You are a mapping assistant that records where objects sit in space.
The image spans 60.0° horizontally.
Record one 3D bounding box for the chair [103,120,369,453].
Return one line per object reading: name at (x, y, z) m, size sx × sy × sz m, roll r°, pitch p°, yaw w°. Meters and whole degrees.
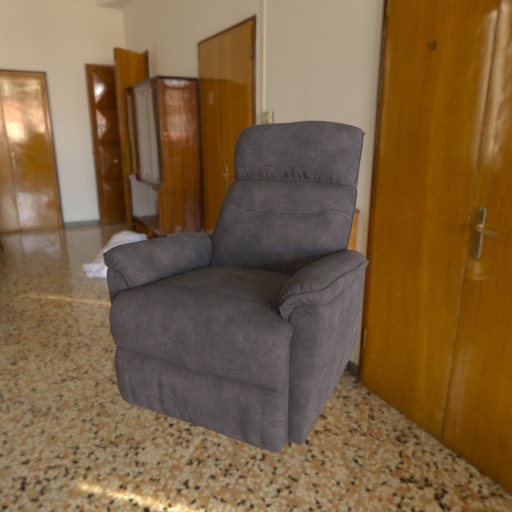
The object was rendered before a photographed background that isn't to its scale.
chair at (0.000, 0.000, 1.743) m, size 0.830 × 1.035 × 1.009 m, roll 8°, pitch 17°, yaw 26°
